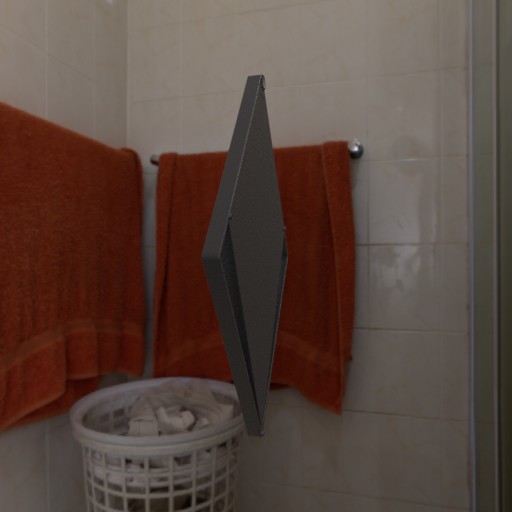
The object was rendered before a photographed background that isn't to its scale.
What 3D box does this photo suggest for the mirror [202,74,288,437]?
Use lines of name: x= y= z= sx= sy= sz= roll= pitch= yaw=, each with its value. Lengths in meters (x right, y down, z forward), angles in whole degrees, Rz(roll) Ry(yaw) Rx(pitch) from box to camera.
mirror: x=0.000 y=0.000 z=0.833 sx=0.032 sy=0.679 sz=0.419 roll=0 pitch=0 yaw=18
